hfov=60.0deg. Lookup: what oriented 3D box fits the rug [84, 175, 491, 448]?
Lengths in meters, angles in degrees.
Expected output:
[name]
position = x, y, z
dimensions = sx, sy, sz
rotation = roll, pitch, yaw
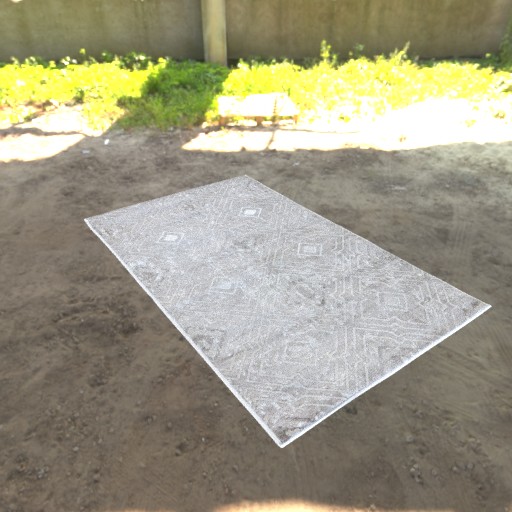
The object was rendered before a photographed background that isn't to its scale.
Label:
[rug]
position = 0.000, 0.000, 2.976
dimensions = 1.537, 0.036, 2.447
rotation = -21, 38, -30
